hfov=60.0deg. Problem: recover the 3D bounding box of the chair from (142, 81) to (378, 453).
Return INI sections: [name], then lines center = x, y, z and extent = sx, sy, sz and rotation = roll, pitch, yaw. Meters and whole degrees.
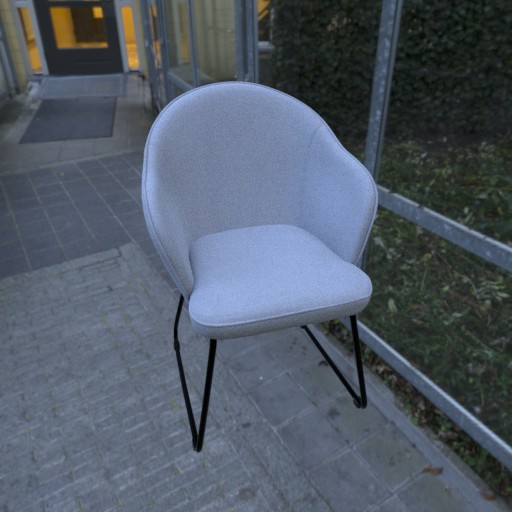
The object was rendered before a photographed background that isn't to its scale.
[chair]
center = 0.000, 0.000, 1.231
extent = 0.570, 0.817, 0.592
rotation = -9, 33, -15
